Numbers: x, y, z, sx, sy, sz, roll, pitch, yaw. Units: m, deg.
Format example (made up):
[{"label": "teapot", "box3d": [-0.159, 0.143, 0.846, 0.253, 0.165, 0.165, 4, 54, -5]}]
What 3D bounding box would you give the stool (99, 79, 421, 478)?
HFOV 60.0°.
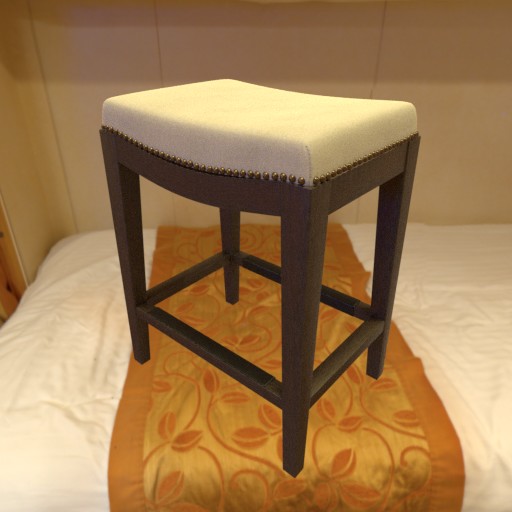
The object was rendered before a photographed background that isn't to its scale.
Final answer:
[{"label": "stool", "box3d": [0.000, 0.000, 0.943, 0.500, 0.642, 0.361, 23, 37, 34]}]
